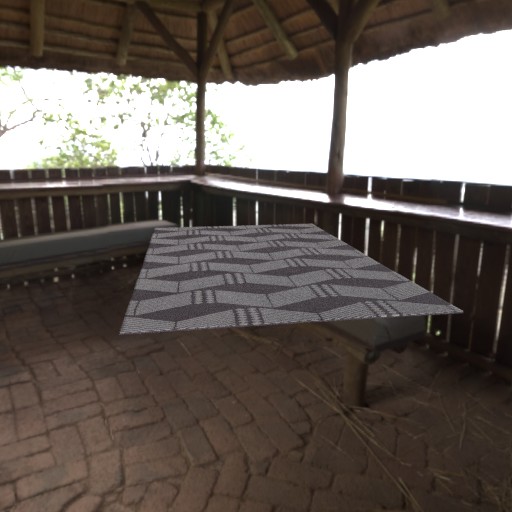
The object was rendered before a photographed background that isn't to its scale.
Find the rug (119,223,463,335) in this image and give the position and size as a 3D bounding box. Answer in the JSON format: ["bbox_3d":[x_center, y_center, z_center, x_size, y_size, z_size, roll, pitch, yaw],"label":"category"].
[{"bbox_3d":[0.000,0.000,3.064,1.517,0.011,2.435,-2,14,-9],"label":"rug"}]
